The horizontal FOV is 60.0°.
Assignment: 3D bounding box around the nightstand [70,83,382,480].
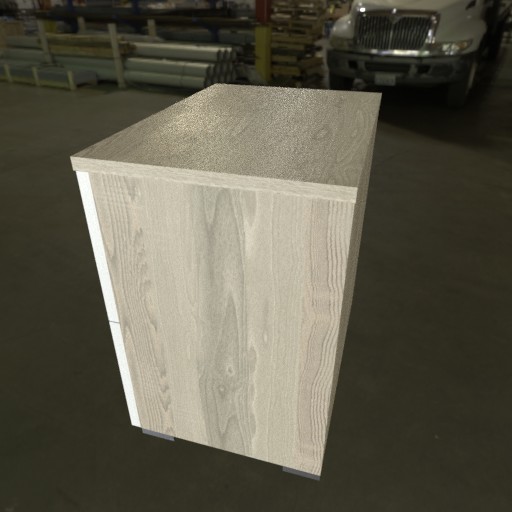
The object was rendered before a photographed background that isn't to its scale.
[{"bbox_3d":[0.000,0.000,0.748,0.325,0.461,0.442,9,32,14],"label":"nightstand"}]
